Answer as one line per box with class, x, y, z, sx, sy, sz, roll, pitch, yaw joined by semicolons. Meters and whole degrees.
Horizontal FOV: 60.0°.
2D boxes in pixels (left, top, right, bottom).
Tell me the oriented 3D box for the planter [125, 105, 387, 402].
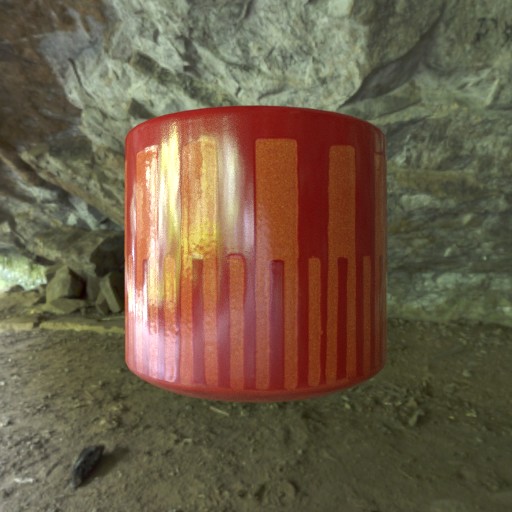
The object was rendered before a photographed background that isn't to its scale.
planter;0.000;0.000;0.405;0.230;0.202;0.230;0;1;0
